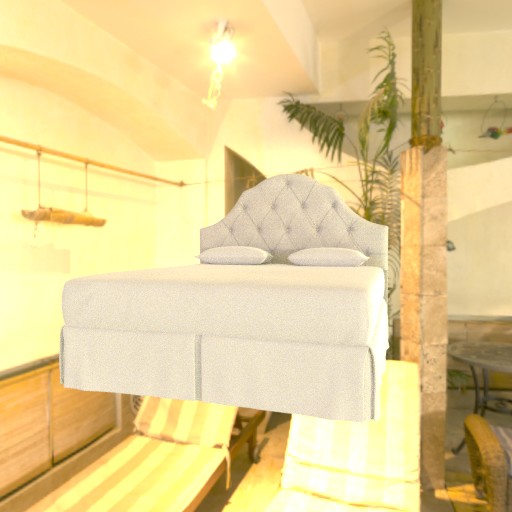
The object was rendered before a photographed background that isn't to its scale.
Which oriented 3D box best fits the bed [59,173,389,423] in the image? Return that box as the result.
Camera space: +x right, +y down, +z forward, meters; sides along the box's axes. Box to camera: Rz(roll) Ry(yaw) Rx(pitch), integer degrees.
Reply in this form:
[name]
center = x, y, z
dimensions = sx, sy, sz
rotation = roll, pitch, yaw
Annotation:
[bed]
center = 0.000, 0.000, 3.507
dimensions = 2.008, 1.615, 2.214
rotation = 1, 2, 18
